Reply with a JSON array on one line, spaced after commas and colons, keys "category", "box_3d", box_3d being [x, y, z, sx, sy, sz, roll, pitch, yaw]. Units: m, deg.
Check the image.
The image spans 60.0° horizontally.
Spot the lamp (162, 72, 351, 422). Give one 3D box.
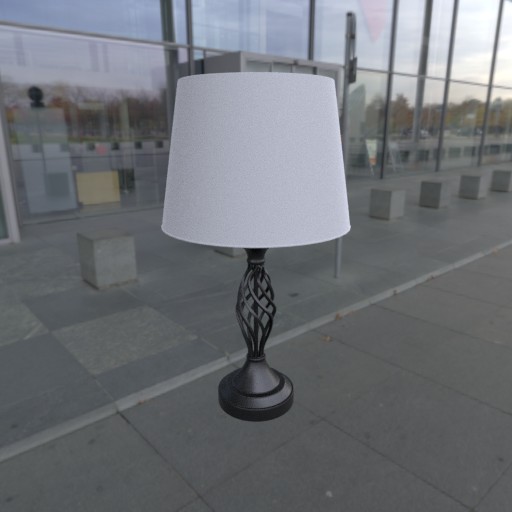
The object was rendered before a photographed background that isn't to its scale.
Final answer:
[{"category": "lamp", "box_3d": [0.000, 0.000, 0.807, 0.331, 0.594, 0.331, 0, 16, 0]}]
